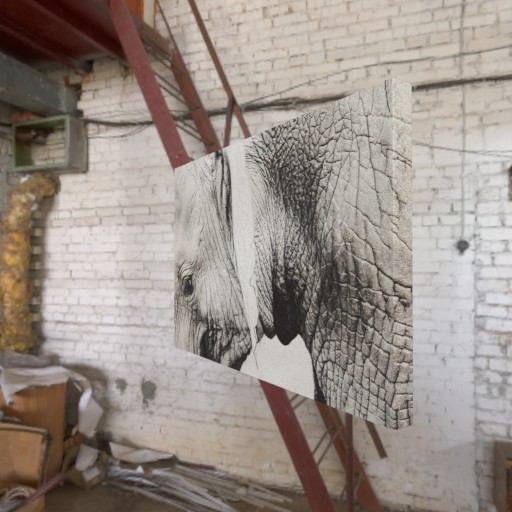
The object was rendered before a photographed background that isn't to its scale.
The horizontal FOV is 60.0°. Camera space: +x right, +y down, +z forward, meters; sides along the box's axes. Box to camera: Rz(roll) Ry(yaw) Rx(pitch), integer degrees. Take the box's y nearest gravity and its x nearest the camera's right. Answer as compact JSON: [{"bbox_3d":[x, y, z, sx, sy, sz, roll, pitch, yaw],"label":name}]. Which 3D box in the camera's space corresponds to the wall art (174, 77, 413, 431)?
[{"bbox_3d":[0.000,0.000,0.772,0.035,0.407,0.613,0,-1,-34],"label":"wall art"}]
